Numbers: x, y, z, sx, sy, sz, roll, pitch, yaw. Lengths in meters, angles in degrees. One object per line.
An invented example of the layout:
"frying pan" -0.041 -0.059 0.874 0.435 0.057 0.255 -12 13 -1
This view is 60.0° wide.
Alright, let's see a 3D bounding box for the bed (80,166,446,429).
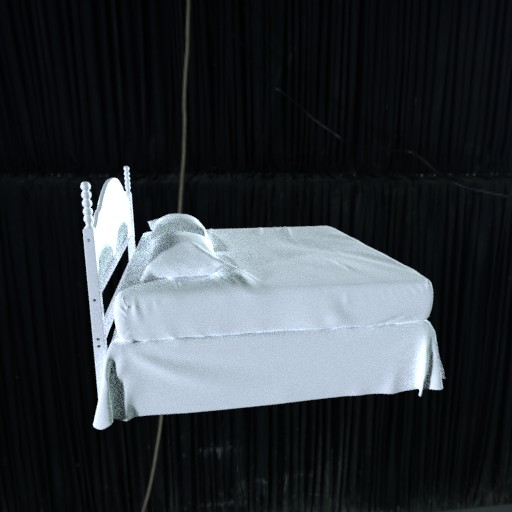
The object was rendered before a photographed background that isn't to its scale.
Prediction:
"bed" 0.000 0.000 3.568 2.219 1.355 2.322 -2 14 -9
